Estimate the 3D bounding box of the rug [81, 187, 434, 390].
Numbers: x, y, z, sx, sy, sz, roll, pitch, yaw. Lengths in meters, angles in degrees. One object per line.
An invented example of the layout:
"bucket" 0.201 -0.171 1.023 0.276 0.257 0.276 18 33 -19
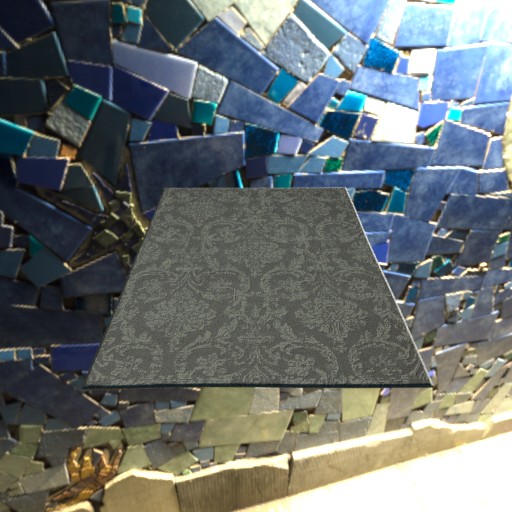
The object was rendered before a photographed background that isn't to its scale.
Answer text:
"rug" 0.000 0.000 2.909 1.578 0.014 2.206 0 32 0
